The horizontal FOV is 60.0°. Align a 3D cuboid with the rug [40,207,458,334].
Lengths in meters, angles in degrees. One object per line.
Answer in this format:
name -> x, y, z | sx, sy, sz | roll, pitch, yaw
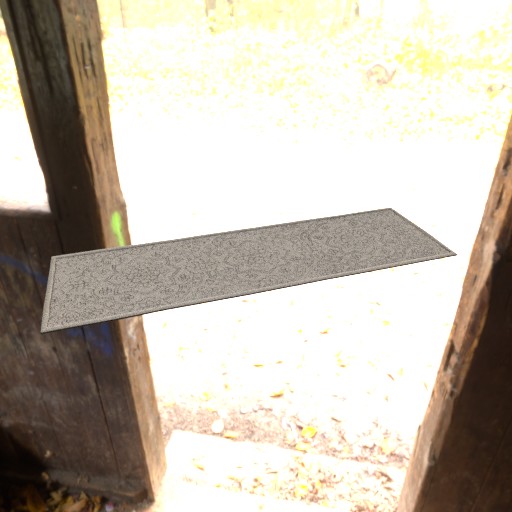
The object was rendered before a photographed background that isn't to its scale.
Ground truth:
rug -> 0.000, 0.000, 2.783 | 2.448, 0.012, 0.769 | -9, 32, -15
